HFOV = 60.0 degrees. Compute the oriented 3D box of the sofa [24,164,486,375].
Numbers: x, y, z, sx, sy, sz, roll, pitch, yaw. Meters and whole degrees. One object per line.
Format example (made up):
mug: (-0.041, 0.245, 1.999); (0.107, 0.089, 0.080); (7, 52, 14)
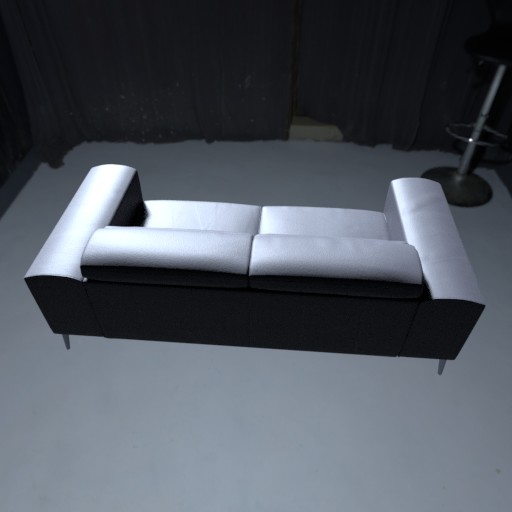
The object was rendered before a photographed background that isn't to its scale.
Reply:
sofa: (0.000, 0.000, 2.722); (2.330, 0.814, 1.048); (3, 44, 3)
